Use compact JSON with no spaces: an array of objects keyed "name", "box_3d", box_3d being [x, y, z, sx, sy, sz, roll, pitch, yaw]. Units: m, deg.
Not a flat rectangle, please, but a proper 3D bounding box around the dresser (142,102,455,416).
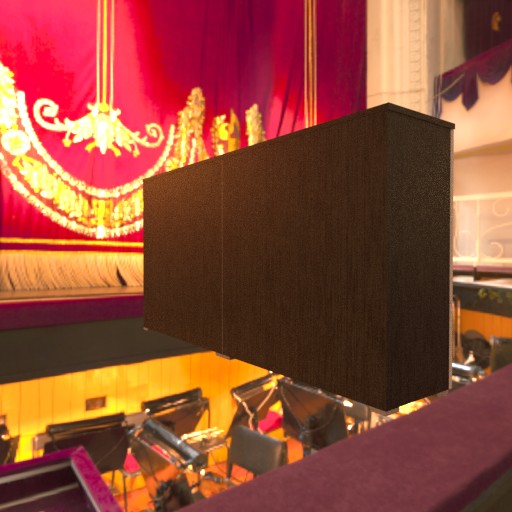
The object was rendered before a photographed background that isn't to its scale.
[{"name":"dresser","box_3d":[0.000,0.000,1.824,0.333,0.790,1.535,-1,1,-37]}]
